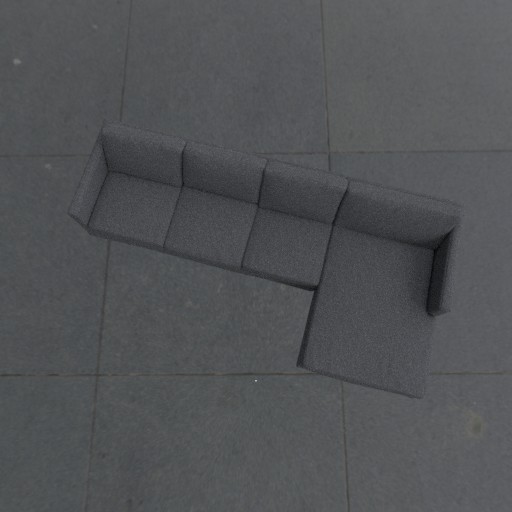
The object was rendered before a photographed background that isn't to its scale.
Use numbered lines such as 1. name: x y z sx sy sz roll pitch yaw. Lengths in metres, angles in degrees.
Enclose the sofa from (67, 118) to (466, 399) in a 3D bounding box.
1. sofa: 0.000 0.000 3.798 3.186 0.846 1.625 14 75 4
